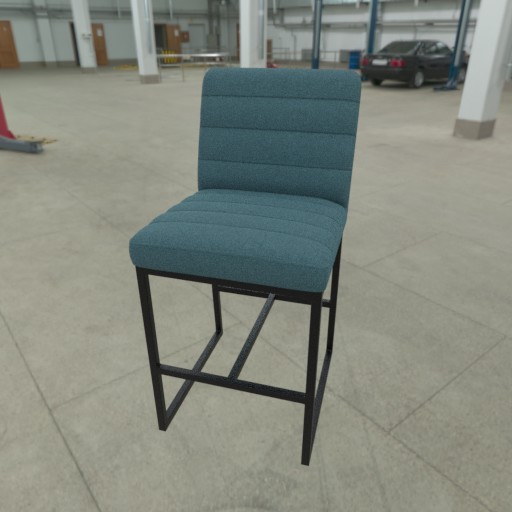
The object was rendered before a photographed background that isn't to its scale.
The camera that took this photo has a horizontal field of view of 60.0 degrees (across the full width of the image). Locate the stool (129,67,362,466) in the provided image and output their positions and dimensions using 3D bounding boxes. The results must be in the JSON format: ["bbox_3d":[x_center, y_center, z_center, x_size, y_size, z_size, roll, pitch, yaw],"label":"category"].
[{"bbox_3d":[0.000,0.000,1.237,0.460,0.940,0.560,7,27,14],"label":"stool"}]
